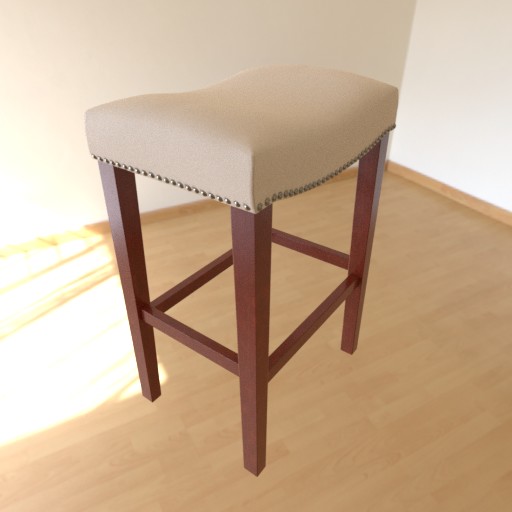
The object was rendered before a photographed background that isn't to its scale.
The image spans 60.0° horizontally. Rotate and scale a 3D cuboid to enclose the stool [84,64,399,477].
[{"bbox_3d":[0.000,0.000,1.000,0.372,0.742,0.504,22,38,30],"label":"stool"}]
